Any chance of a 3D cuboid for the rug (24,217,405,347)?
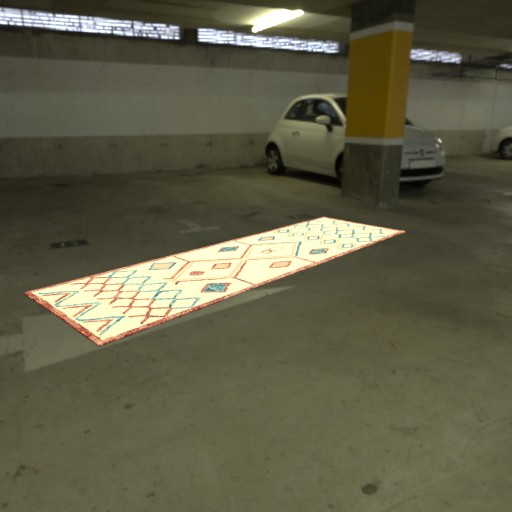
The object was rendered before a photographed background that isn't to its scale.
[{"bbox_3d":[0.000,0.000,2.714,0.750,0.011,2.435,16,23,42],"label":"rug"}]
